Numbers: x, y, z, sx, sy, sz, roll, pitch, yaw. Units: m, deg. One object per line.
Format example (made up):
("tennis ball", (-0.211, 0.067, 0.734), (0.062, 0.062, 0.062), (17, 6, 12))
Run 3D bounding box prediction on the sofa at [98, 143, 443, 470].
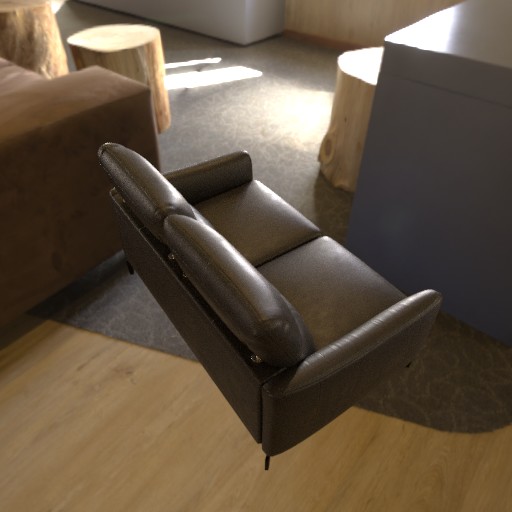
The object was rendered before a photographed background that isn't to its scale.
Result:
("sofa", (0.000, 0.000, 2.221), (0.958, 0.920, 1.596), (-25, 48, -25))
